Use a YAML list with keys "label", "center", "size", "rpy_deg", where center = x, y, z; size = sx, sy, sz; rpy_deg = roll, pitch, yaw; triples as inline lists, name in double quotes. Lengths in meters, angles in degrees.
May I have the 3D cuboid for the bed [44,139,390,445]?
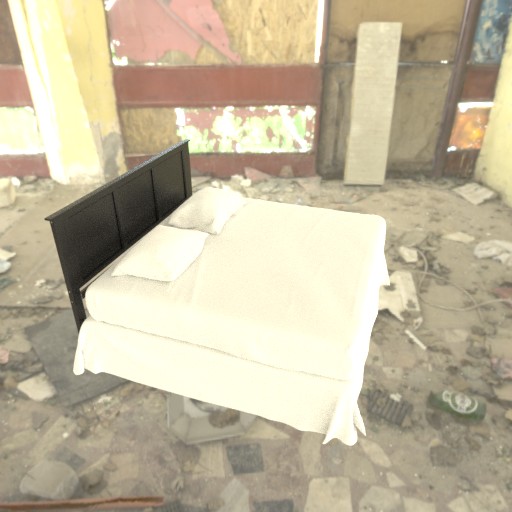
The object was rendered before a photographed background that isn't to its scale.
- label: "bed"
  center: [0.000, 0.000, 3.724]
  size: [2.219, 1.271, 2.315]
  rpy_deg: [10, 32, 17]
